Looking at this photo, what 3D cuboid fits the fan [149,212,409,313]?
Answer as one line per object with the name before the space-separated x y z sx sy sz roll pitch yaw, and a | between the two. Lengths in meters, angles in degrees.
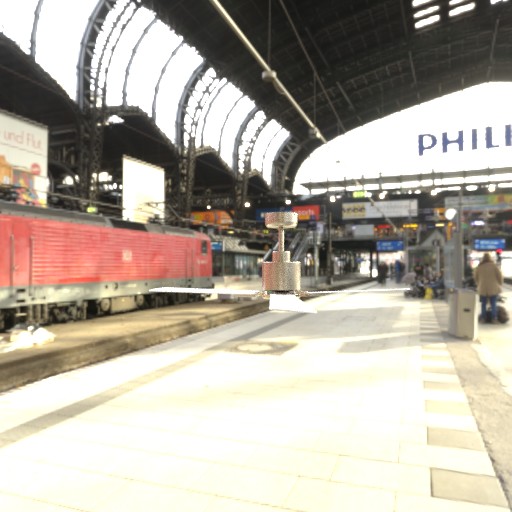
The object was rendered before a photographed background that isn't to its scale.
fan | 0.000 0.000 2.304 1.531 0.446 1.561 0 -1 18
